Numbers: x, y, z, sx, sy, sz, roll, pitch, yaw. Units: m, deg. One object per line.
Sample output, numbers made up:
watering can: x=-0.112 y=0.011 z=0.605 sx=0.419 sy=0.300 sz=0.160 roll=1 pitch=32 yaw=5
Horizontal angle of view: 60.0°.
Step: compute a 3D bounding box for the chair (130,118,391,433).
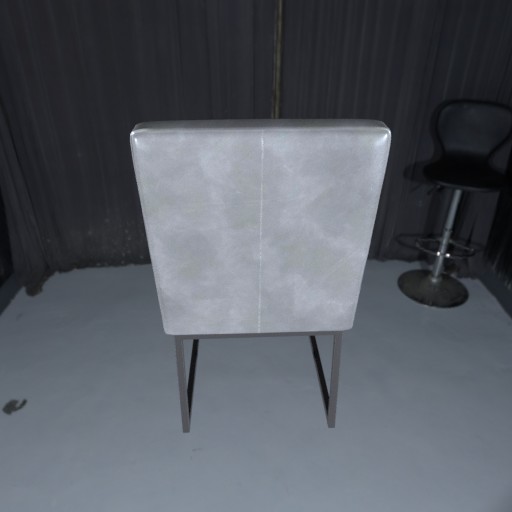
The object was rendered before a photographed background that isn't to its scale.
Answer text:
chair: x=0.000 y=0.000 z=1.334 sx=0.520 sy=0.930 sz=0.634 roll=-1 pitch=30 yaw=-2
